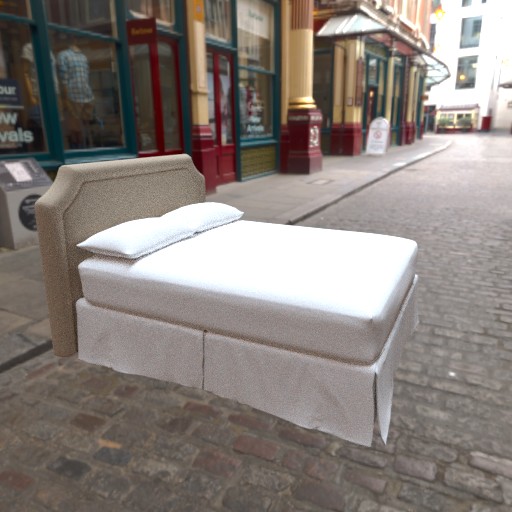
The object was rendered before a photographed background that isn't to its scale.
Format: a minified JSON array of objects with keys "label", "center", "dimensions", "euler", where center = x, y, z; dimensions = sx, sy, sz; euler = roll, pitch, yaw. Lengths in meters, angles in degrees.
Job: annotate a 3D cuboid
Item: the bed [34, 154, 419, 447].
[{"label":"bed","center":[0.000,0.000,3.171],"dimensions":[2.204,1.301,1.828],"euler":[8,18,25]}]
